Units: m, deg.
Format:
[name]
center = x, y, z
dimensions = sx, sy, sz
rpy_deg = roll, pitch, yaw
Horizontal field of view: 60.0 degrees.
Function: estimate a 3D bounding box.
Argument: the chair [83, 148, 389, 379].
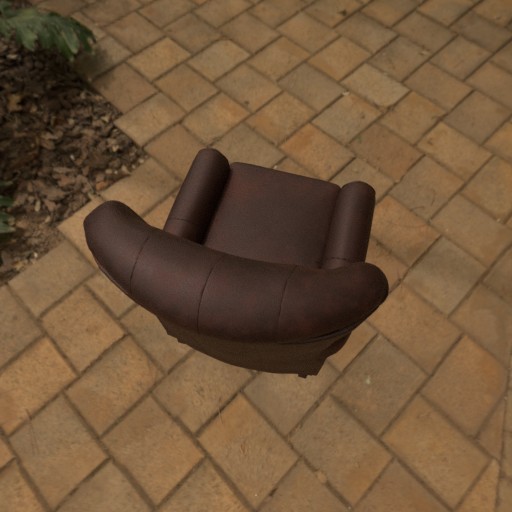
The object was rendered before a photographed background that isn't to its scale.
[chair]
center = 0.000, 0.000, 1.891
dimensions = 0.948, 1.158, 1.058
rpy_deg = 14, 63, 8
